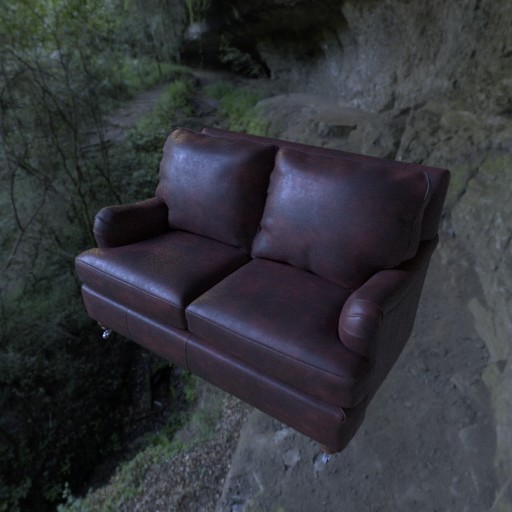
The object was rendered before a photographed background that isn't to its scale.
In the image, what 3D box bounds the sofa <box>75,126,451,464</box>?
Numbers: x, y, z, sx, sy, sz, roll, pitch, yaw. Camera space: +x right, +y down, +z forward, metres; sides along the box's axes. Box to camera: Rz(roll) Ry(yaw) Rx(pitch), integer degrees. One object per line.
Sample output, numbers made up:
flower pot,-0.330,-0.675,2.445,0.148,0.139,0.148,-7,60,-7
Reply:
sofa,0.000,0.000,2.315,1.628,1.070,1.148,19,35,29
